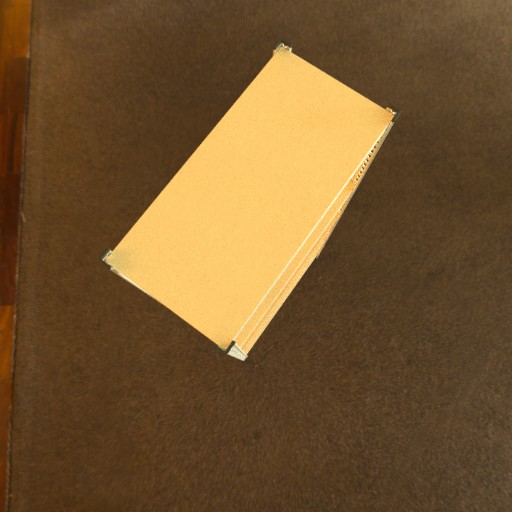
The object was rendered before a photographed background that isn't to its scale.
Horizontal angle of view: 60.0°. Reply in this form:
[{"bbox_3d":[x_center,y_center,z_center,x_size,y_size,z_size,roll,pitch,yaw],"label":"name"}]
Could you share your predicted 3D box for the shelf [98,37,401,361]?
[{"bbox_3d":[0.000,0.000,2.195,0.457,1.829,0.914,35,79,8],"label":"shelf"}]
